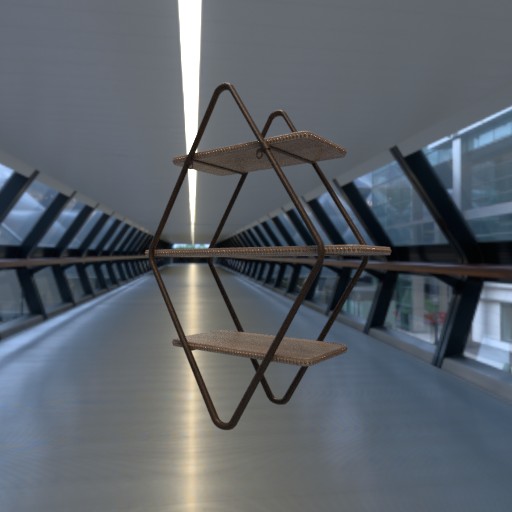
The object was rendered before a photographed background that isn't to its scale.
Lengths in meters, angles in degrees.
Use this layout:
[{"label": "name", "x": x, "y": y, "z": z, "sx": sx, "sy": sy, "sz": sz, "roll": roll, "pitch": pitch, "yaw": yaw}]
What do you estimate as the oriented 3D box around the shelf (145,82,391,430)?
[{"label": "shelf", "x": 0.000, "y": 0.000, "z": 1.072, "sx": 0.609, "sy": 0.774, "sz": 0.234, "roll": -1, "pitch": -1, "yaw": 36}]
